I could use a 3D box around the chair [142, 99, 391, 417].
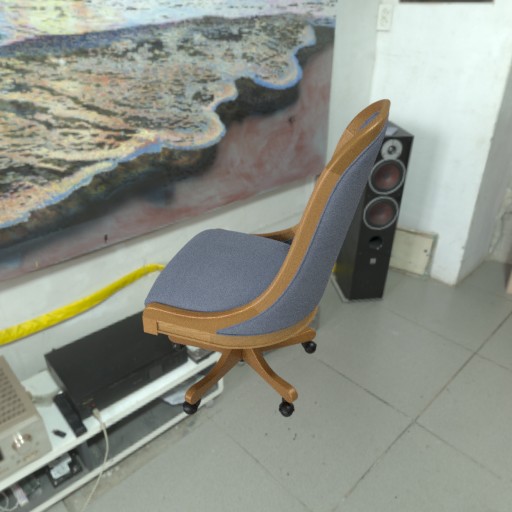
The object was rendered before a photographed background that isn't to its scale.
[{"bbox_3d":[0.000,0.000,1.503,0.735,1.031,0.605,9,31,15],"label":"chair"}]
